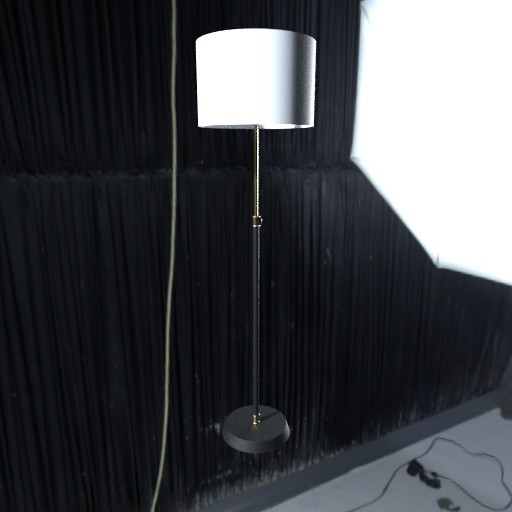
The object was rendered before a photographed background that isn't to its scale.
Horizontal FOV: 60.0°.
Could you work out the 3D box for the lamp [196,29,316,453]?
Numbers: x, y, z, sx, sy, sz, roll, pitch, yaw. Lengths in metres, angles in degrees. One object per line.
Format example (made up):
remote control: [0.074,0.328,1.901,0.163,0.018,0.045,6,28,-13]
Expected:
lamp: [0.000,0.000,1.686,0.404,1.517,0.404,-7,16,-27]
